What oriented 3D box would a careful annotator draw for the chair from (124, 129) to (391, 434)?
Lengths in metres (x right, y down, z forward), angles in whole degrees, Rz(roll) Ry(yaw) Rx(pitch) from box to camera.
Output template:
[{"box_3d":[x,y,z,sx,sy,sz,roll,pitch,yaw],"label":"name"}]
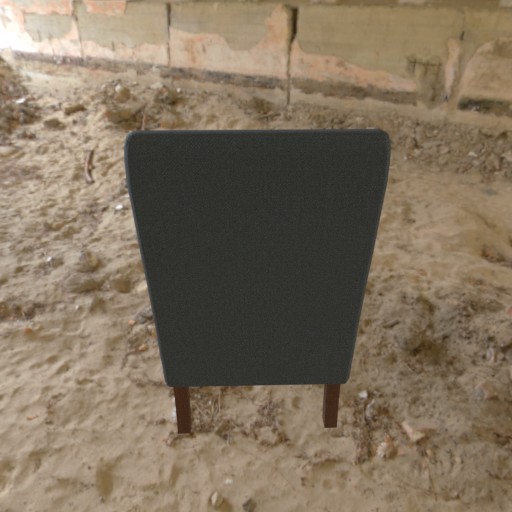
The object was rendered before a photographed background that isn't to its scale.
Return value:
[{"box_3d":[0.000,0.000,1.181,0.513,0.804,0.592,-1,30,-2],"label":"chair"}]
